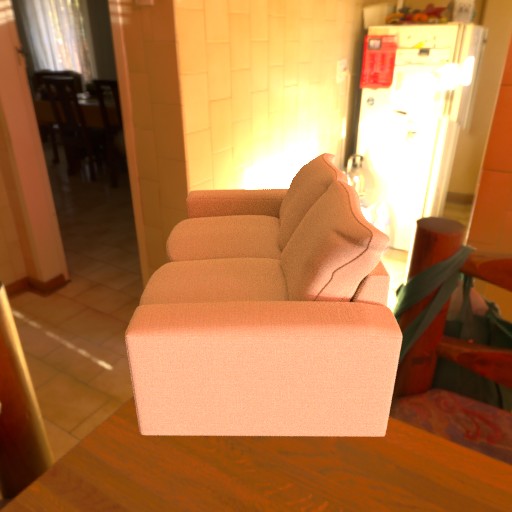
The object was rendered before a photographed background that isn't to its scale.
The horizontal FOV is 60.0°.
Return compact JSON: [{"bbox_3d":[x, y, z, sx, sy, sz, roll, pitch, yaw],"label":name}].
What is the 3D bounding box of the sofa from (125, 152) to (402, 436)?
[{"bbox_3d":[0.000,0.000,2.447,1.091,0.875,1.754,0,26,0],"label":"sofa"}]
